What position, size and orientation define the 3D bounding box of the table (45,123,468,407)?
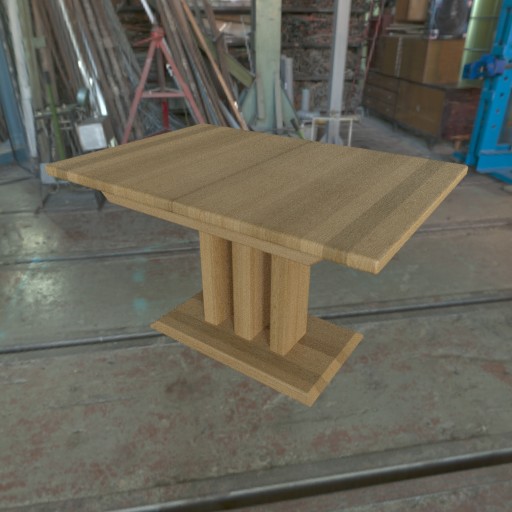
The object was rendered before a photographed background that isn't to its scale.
[{"bbox_3d":[0.000,0.000,1.828,1.300,0.770,0.900,18,33,30],"label":"table"}]
